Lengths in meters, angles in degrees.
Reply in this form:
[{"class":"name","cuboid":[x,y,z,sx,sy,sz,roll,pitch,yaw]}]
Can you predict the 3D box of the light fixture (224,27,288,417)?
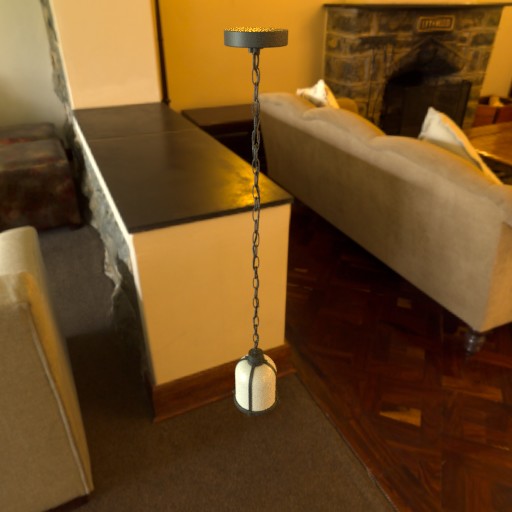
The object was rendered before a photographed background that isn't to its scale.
[{"class":"light fixture","cuboid":[0.000,0.000,1.296,0.178,1.181,0.178,8,31,14]}]
